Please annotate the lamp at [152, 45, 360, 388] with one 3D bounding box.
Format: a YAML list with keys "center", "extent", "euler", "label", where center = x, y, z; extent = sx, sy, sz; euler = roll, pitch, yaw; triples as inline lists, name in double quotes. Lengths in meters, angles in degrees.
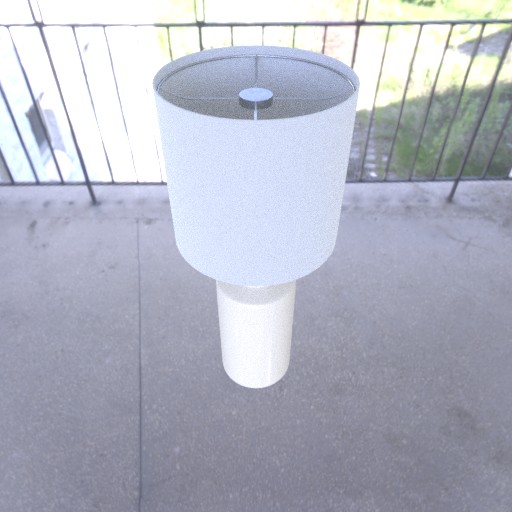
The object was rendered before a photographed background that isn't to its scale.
- center: [0.000, 0.000, 0.619]
  extent: [0.212, 0.493, 0.212]
  euler: [0, 41, 0]
  label: "lamp"
